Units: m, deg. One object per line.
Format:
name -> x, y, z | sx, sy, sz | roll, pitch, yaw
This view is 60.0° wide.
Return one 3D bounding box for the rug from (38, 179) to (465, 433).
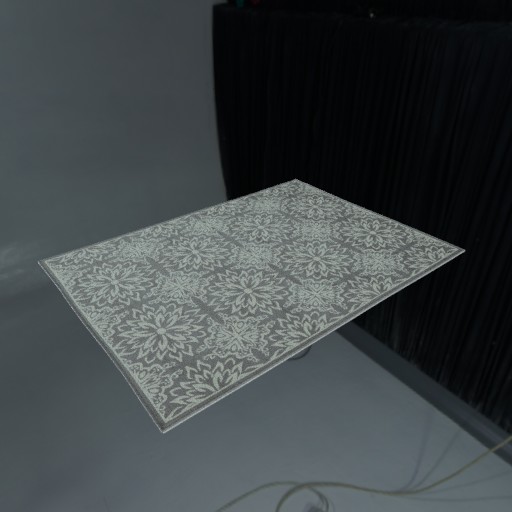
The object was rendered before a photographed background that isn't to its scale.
rug -> 0.000, 0.000, 2.829 | 2.213, 0.014, 1.608 | -23, 38, -32
